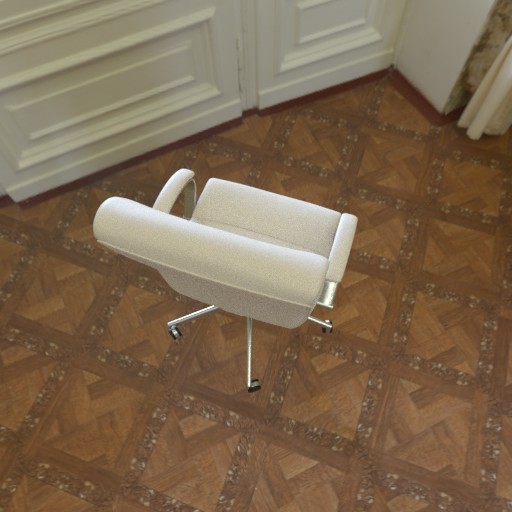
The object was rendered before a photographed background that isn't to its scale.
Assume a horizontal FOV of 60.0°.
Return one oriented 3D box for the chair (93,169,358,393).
[{"bbox_3d":[0.000,0.000,1.600,0.727,1.099,0.745,17,64,9],"label":"chair"}]
